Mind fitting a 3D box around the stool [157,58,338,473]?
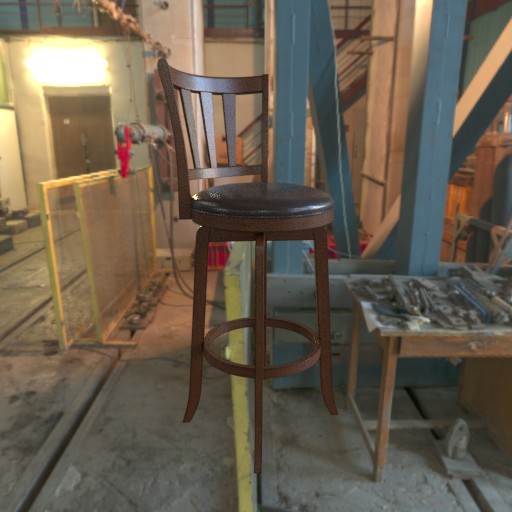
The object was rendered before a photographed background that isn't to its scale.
[{"bbox_3d":[0.000,0.000,1.446,0.503,1.177,0.464,14,20,42],"label":"stool"}]
